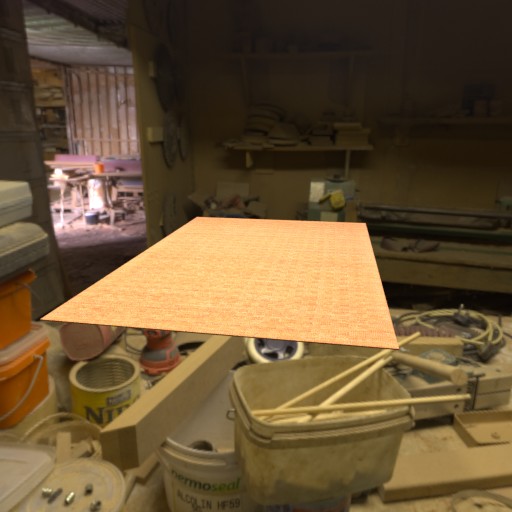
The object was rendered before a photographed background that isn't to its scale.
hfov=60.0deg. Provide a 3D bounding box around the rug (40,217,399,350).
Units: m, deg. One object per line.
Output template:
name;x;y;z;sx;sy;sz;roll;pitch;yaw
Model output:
rug;0.000;0.000;2.905;1.524;0.006;2.285;3;17;10
